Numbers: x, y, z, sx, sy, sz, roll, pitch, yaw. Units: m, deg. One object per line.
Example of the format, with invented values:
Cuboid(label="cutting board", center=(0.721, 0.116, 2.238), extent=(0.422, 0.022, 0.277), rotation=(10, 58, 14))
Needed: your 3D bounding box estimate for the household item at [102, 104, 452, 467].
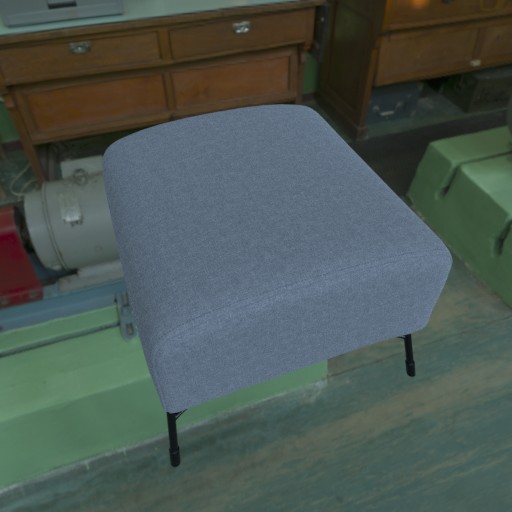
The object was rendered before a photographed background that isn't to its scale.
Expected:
Cuboid(label="household item", center=(0.000, 0.000, 0.900), extent=(0.530, 0.410, 0.530), rotation=(-15, 48, -14))
